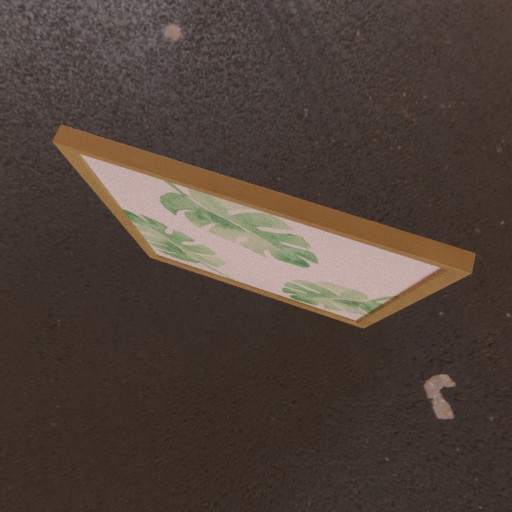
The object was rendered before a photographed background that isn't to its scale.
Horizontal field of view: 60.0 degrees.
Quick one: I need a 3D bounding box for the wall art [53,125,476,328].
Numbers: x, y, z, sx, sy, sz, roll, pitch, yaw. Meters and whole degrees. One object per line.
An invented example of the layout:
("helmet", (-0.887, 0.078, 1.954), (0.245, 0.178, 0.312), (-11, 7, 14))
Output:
("wall art", (0.000, 0.000, 1.135), (0.763, 0.763, 0.037), (18, 75, 5))
